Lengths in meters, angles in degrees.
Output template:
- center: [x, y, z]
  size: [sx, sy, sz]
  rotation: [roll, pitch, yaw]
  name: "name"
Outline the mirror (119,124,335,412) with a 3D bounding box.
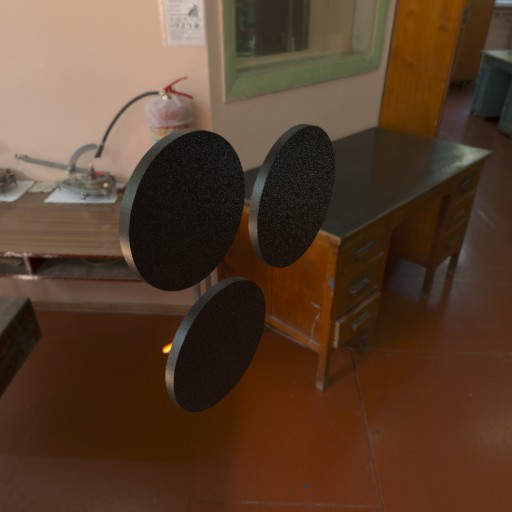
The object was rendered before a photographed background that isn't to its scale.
- center: [0.000, 0.000, 3.226]
  size: [0.076, 2.096, 2.160]
  rotation: [21, 37, 31]
  name: "mirror"
